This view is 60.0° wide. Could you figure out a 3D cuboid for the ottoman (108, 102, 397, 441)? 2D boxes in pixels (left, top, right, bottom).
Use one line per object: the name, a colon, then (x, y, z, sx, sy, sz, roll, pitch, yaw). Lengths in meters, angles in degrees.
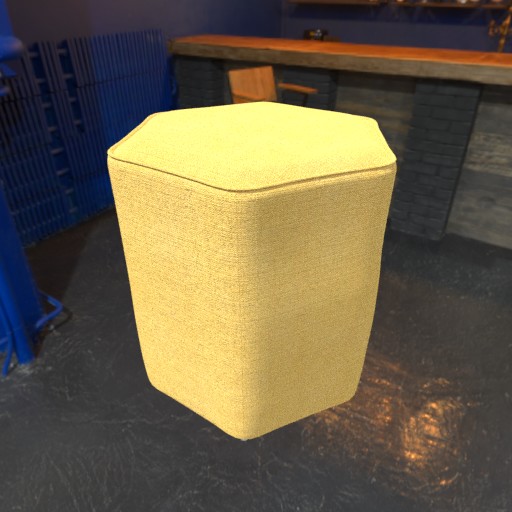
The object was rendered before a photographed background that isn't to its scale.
ottoman: (0.000, 0.000, 0.872, 0.494, 0.502, 0.443, 20, 36, 30)
